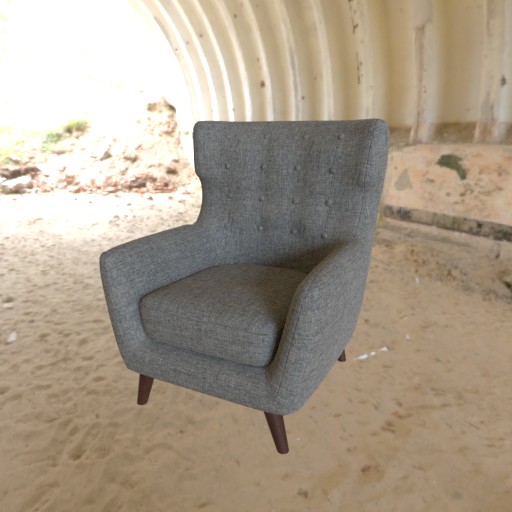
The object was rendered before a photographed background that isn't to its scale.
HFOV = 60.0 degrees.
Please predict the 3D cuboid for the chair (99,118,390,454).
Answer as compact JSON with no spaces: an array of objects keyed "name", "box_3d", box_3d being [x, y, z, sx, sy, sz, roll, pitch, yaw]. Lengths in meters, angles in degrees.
[{"name":"chair","box_3d":[0.000,0.000,1.788,0.878,1.063,0.904,8,17,26]}]
